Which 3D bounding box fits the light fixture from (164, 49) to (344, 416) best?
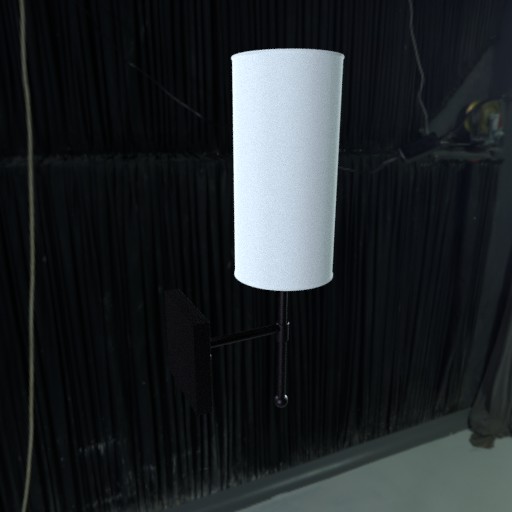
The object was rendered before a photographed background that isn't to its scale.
[{"bbox_3d":[0.000,0.000,0.555,0.208,0.462,0.128,-8,18,-25],"label":"light fixture"}]
